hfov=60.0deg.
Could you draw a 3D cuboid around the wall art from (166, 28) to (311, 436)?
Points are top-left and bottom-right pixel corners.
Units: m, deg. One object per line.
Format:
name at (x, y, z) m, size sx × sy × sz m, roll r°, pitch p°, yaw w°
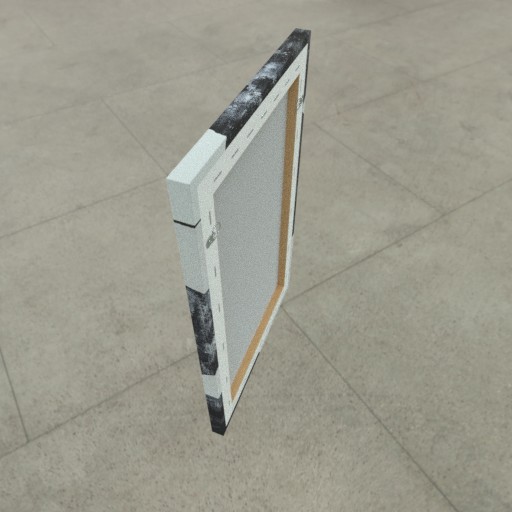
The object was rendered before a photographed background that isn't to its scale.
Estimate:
wall art at (0.000, 0.000, 1.156) m, size 0.041 × 0.915 × 0.610 m, roll 16°, pitch 49°, yaw 14°
